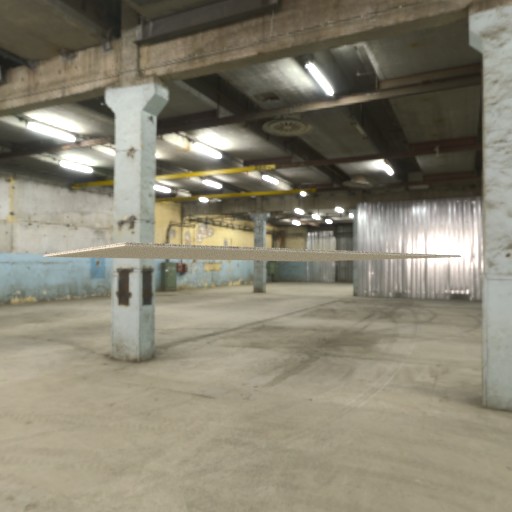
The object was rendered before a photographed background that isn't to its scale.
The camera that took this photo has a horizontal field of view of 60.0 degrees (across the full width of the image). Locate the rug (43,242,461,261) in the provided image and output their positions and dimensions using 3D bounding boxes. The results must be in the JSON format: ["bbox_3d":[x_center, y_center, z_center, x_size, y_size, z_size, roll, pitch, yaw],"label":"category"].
[{"bbox_3d":[0.000,0.000,2.905,2.280,0.015,1.521,1,-2,-36],"label":"rug"}]
